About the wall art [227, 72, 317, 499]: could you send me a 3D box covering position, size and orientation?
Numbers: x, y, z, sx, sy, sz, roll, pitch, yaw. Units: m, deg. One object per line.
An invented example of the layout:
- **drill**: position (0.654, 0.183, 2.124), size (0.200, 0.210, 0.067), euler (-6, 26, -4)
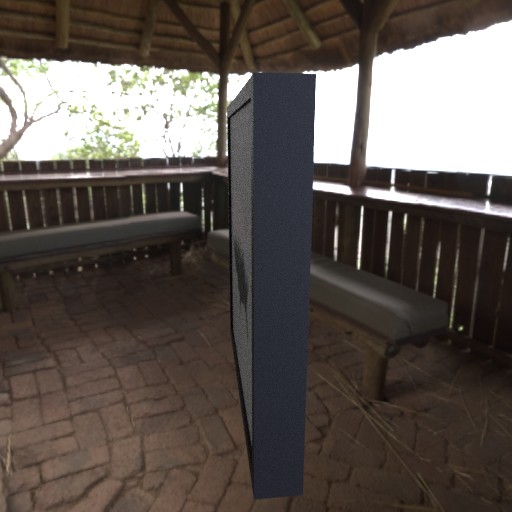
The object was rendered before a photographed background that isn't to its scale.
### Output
- **wall art**: position (0.000, 0.000, 0.448), size (0.038, 0.304, 0.304), euler (-2, 15, -6)
